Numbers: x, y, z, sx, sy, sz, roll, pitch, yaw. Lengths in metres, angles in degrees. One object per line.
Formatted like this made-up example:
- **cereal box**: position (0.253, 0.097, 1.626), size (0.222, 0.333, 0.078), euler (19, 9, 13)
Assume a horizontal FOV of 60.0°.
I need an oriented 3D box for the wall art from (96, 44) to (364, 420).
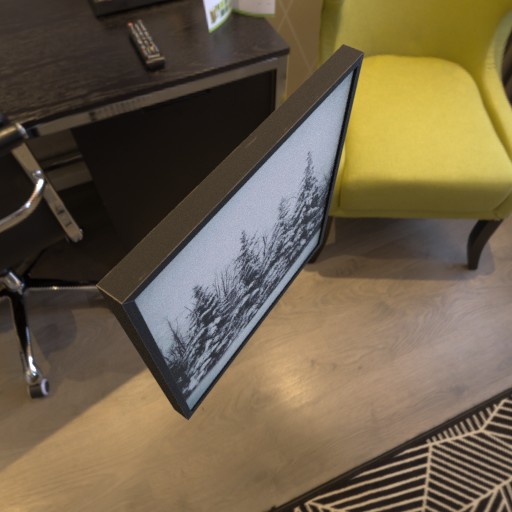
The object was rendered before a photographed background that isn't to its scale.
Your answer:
- **wall art**: position (0.000, 0.000, 0.762), size (0.036, 0.506, 0.506), euler (31, 62, 18)
